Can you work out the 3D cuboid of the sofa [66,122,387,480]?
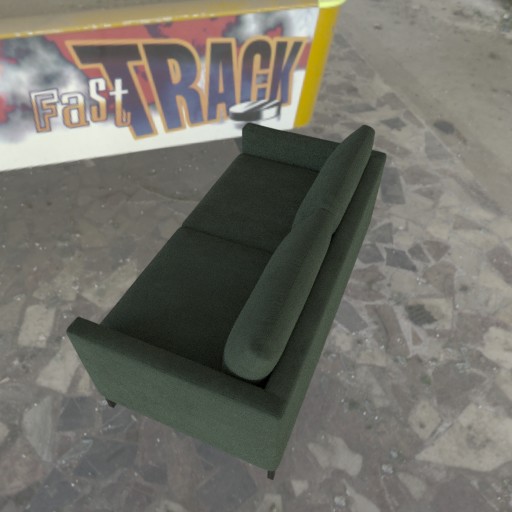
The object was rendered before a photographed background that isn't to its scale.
[{"bbox_3d":[0.000,0.000,2.182,0.875,0.817,1.676,17,48,16],"label":"sofa"}]
